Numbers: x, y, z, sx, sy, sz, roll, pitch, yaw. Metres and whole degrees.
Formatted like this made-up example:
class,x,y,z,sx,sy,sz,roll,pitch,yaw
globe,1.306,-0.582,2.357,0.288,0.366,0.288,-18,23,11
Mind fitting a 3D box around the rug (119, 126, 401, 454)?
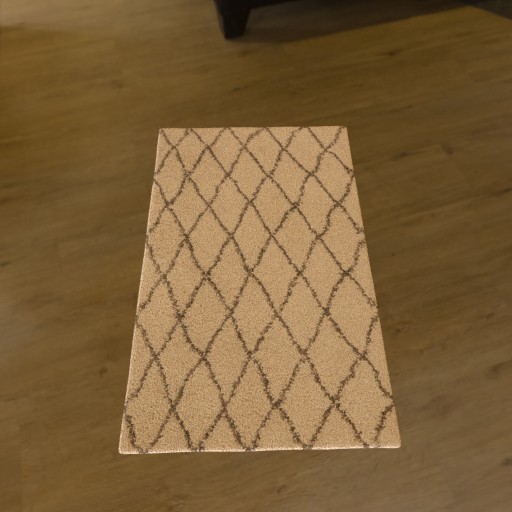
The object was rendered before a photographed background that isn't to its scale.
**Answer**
class,x,y,z,sx,sy,sz,roll,pitch,yaw
rug,0.000,0.000,3.005,1.524,0.030,2.438,-1,59,-1
